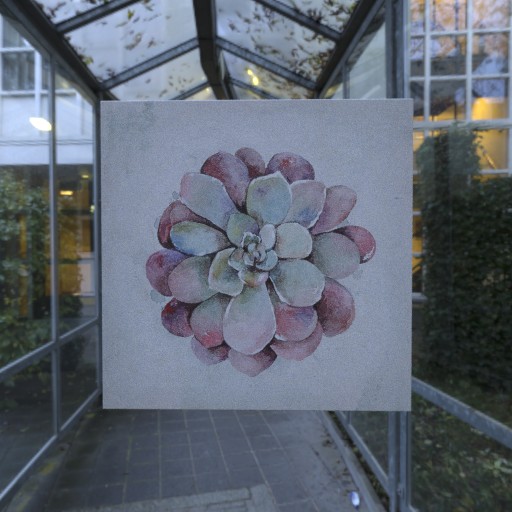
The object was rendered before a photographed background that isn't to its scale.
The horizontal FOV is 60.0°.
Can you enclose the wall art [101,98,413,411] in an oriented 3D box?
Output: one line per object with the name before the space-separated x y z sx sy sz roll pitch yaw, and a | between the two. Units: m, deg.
wall art | 0.000 0.000 0.884 0.605 0.605 0.044 0 1 1
